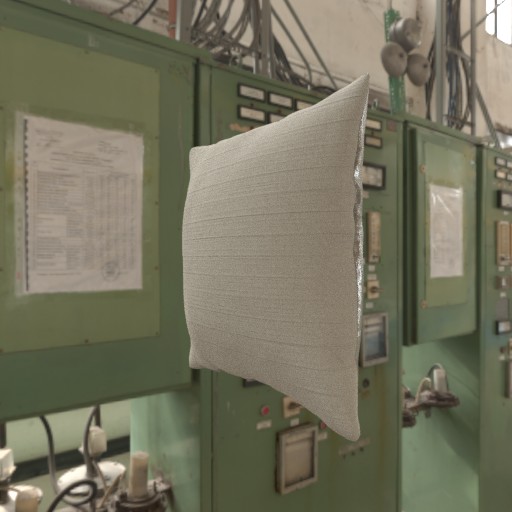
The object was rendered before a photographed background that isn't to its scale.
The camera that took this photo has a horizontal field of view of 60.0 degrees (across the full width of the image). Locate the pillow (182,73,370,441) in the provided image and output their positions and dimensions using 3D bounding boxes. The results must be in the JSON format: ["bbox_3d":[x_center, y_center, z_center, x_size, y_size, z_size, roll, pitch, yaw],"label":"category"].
[{"bbox_3d":[0.000,0.000,0.744,0.175,0.464,0.470,0,0,-36],"label":"pillow"}]
